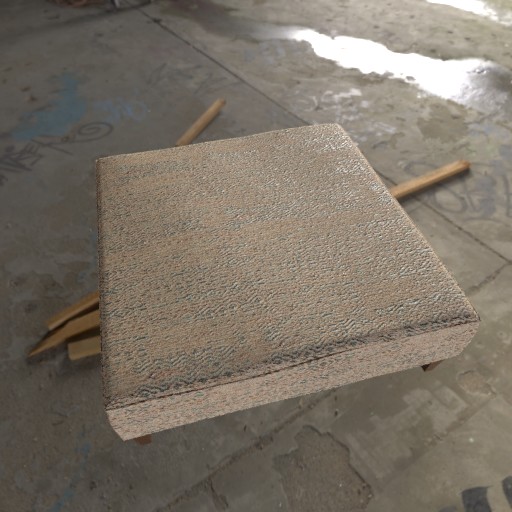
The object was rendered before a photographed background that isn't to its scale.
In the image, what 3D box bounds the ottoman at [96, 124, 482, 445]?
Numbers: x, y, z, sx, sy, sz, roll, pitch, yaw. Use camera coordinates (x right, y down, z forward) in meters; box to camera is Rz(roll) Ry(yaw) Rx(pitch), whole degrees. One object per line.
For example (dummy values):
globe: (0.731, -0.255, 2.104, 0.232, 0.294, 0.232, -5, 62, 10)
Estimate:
ottoman: (0.000, 0.000, 1.490, 0.968, 0.356, 1.004, -11, 48, -10)
